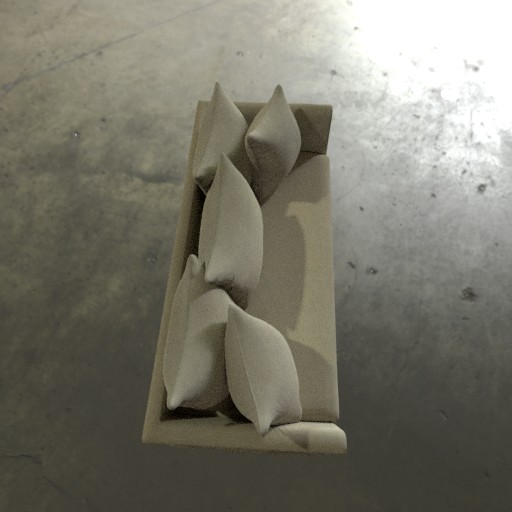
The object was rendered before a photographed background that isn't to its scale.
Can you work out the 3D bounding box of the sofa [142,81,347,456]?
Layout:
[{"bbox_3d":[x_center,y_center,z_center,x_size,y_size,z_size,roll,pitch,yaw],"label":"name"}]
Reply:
[{"bbox_3d":[0.000,0.000,2.810,1.031,1.034,2.290,3,61,1],"label":"sofa"}]
